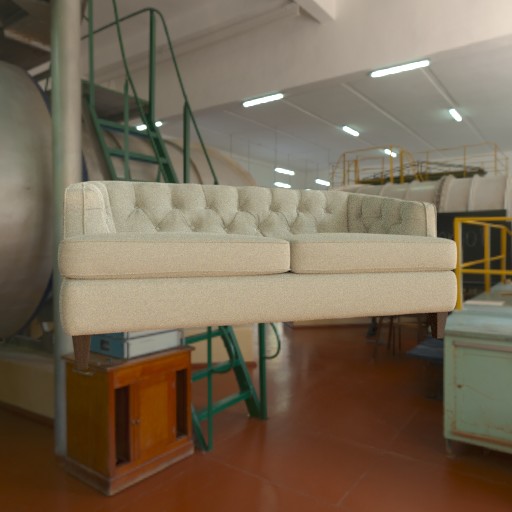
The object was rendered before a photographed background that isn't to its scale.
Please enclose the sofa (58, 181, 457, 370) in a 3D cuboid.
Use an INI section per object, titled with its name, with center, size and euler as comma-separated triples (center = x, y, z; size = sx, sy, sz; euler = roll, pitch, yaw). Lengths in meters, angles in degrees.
[sofa]
center = 0.000, 0.000, 2.212
size = 1.733, 0.855, 0.941
euler = -1, 1, -20
